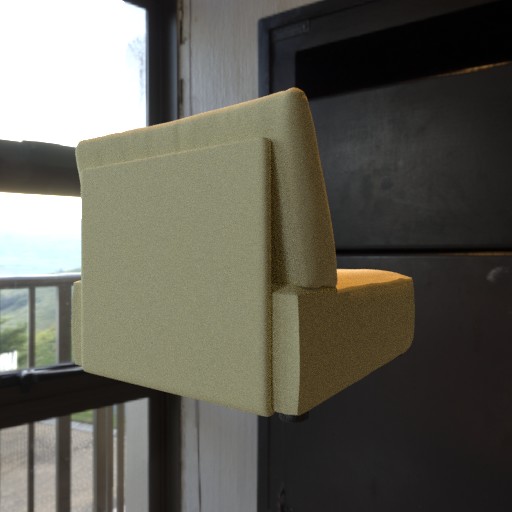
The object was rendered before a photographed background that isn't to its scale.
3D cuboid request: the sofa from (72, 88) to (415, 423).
[{"bbox_3d":[0.000,0.000,1.696,0.930,0.820,1.000,0,0,35],"label":"sofa"}]
